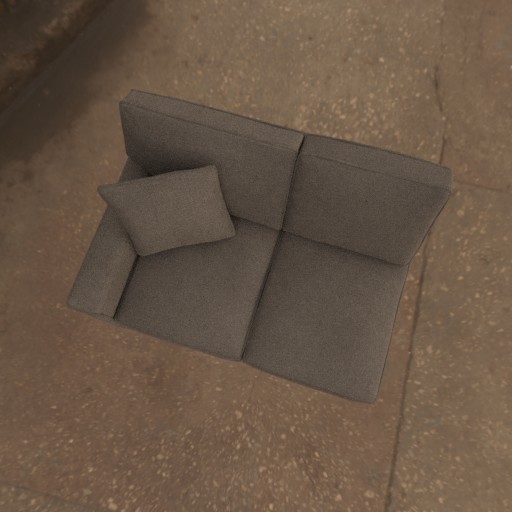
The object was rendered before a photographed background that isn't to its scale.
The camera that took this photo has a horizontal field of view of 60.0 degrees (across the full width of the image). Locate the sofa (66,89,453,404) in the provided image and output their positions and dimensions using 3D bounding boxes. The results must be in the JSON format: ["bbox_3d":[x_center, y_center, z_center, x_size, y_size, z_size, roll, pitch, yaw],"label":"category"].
[{"bbox_3d":[0.000,0.000,2.060,1.388,0.989,0.991,16,75,4],"label":"sofa"}]
